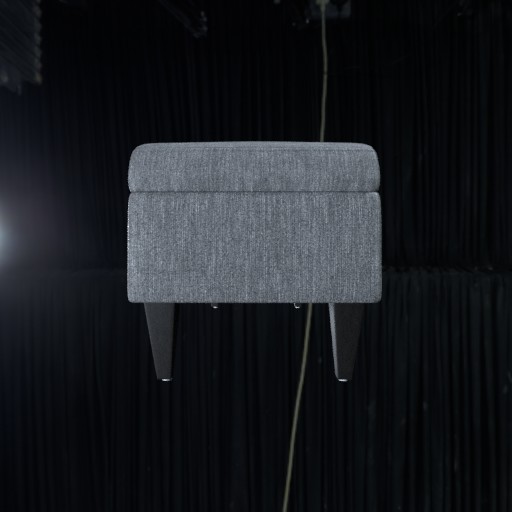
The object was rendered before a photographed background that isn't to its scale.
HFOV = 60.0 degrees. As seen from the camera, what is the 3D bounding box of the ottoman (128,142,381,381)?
[{"bbox_3d":[0.000,0.000,1.393,0.482,0.469,1.151,0,1,0],"label":"ottoman"}]
